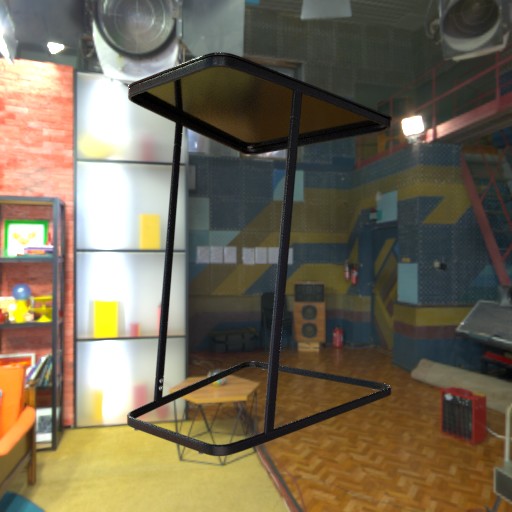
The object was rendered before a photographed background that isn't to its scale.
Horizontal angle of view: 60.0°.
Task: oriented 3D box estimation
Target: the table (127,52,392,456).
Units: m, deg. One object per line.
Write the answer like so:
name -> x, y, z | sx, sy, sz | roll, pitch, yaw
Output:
table -> 0.000, 0.000, 0.941 | 0.427, 0.624, 0.500 | 0, -1, 37
